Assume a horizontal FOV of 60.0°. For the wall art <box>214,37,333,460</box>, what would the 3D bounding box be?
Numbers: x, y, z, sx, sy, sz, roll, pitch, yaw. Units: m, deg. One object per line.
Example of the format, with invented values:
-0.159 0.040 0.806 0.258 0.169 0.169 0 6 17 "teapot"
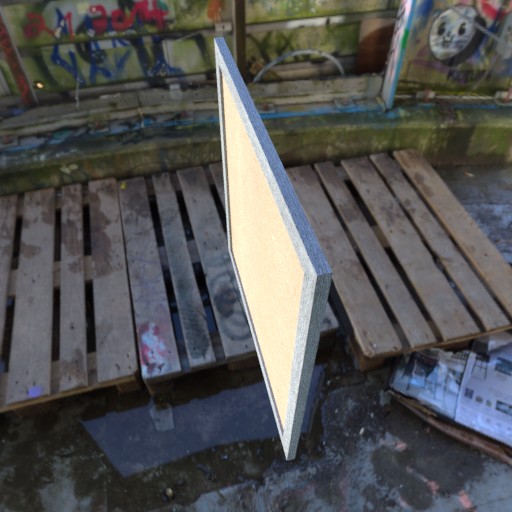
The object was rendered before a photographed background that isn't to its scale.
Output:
0.000 0.000 1.000 0.020 0.685 0.685 -10 49 -9 "wall art"
